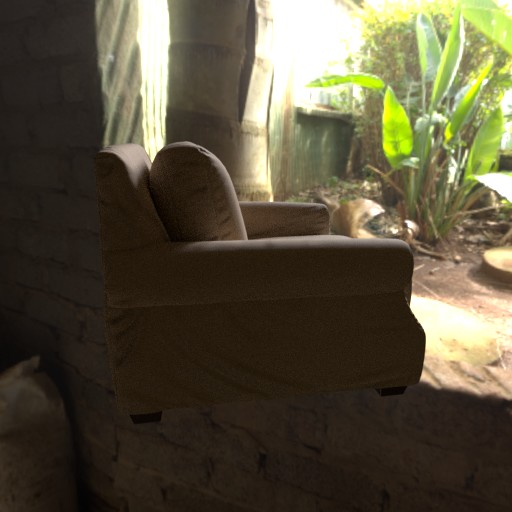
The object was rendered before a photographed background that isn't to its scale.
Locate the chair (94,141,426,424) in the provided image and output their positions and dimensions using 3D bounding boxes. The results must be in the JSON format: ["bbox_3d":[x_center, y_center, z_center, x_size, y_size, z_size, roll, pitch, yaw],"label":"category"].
[{"bbox_3d":[0.000,0.000,1.726,1.066,0.866,0.940,-3,16,-10],"label":"chair"}]
